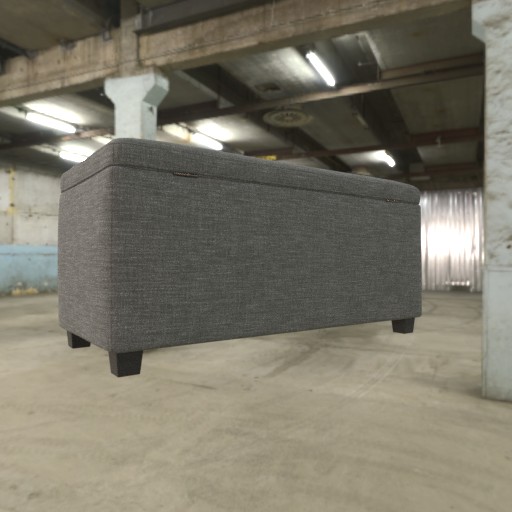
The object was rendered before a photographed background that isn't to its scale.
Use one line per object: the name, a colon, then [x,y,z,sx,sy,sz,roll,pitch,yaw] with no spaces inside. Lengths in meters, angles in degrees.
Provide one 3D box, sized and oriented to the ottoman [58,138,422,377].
ottoman: [0.000,0.000,1.158,0.902,0.432,0.419,1,-1,-36]
